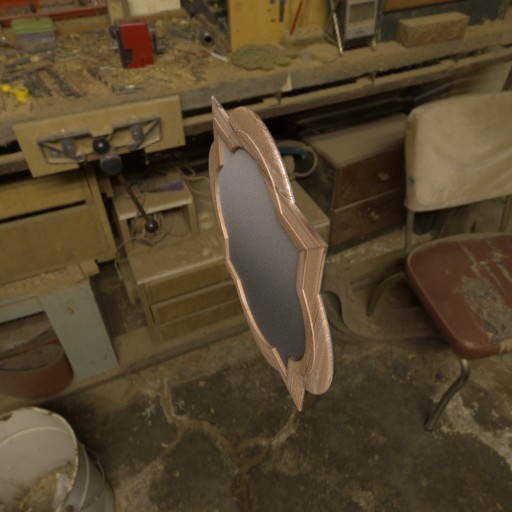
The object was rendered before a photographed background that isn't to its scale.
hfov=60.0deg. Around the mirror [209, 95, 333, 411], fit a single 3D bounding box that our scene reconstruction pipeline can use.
[{"bbox_3d":[0.000,0.000,1.044,0.019,0.686,0.686,-16,47,-16],"label":"mirror"}]
